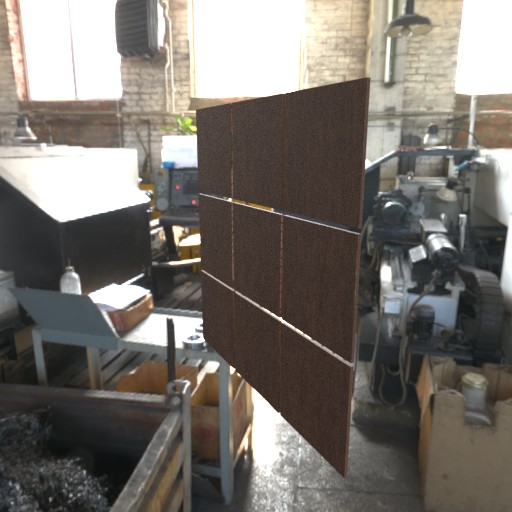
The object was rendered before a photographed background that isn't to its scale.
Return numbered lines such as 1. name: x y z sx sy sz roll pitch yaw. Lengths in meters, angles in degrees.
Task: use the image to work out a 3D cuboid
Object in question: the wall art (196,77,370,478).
1. wall art: 0.000 0.000 2.268 0.014 1.525 1.527 -8 16 -28
